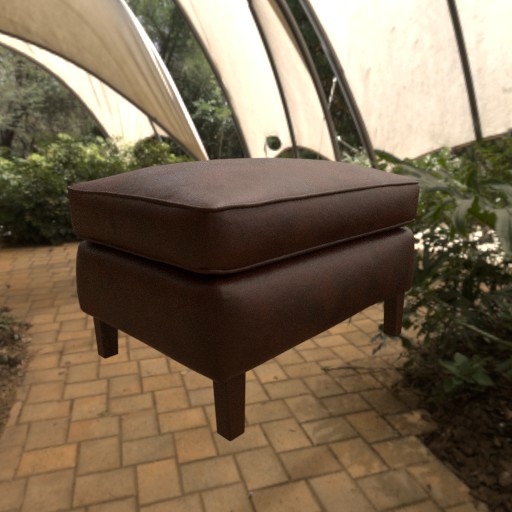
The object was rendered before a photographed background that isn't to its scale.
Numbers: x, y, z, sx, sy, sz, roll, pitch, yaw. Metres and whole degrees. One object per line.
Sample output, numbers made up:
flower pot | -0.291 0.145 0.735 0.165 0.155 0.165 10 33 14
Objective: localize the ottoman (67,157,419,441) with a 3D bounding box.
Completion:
ottoman | 0.000 0.000 1.004 0.501 0.432 0.665 13 19 42
